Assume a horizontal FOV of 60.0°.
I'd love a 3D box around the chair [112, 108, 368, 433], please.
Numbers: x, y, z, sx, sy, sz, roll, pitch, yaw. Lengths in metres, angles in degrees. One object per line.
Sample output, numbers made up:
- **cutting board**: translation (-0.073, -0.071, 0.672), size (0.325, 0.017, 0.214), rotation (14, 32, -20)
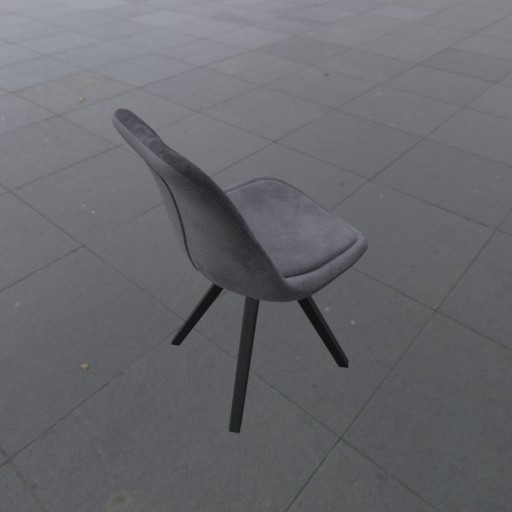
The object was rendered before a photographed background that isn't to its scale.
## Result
- **chair**: translation (0.000, 0.000, 1.208), size (0.550, 0.850, 0.485), rotation (-24, 46, -25)
